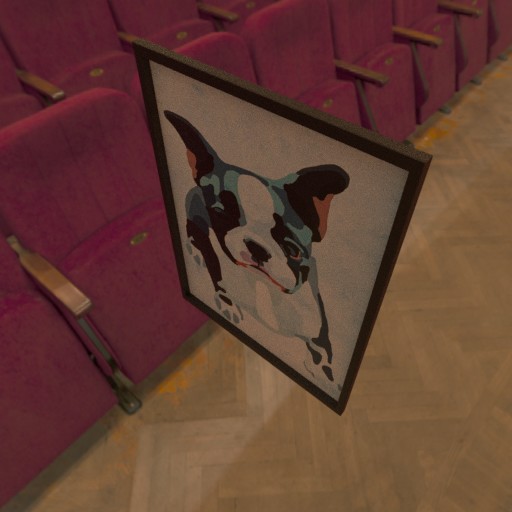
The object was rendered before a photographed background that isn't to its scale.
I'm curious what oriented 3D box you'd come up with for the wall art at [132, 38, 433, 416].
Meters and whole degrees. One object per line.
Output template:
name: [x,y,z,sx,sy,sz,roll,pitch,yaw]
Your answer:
wall art: [0.000,0.000,1.298,0.774,1.027,0.030,32,55,26]
